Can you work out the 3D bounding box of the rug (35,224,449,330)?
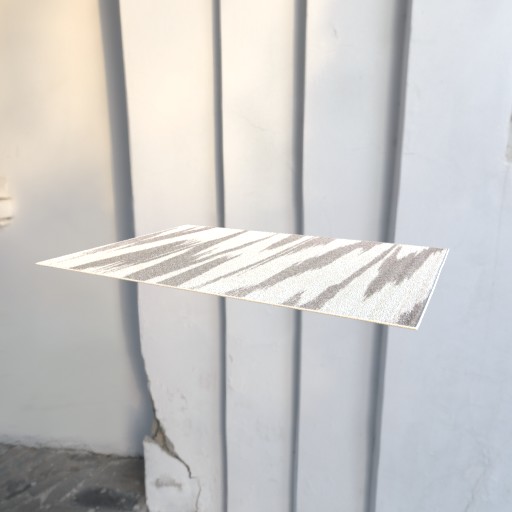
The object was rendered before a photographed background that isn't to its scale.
[{"bbox_3d":[0.000,0.000,2.793,2.142,0.010,1.533,7,15,26],"label":"rug"}]
